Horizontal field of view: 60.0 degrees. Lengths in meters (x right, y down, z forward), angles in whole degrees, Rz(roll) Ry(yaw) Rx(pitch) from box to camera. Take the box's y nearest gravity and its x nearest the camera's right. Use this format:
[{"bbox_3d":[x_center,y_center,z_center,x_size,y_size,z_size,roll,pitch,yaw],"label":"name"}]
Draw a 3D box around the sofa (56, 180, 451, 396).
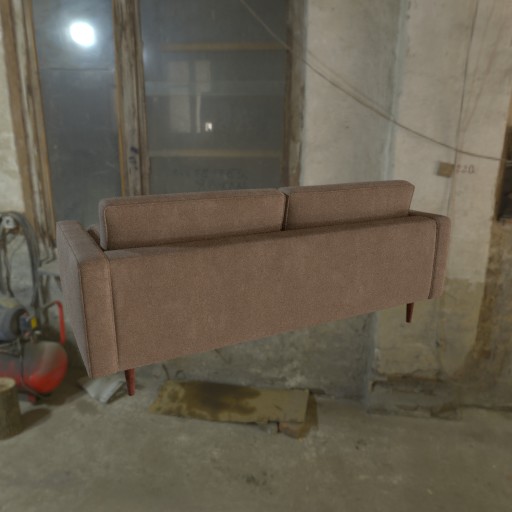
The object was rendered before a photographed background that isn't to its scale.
[{"bbox_3d":[0.000,0.000,2.331,1.883,0.769,0.920,-8,17,-27],"label":"sofa"}]
